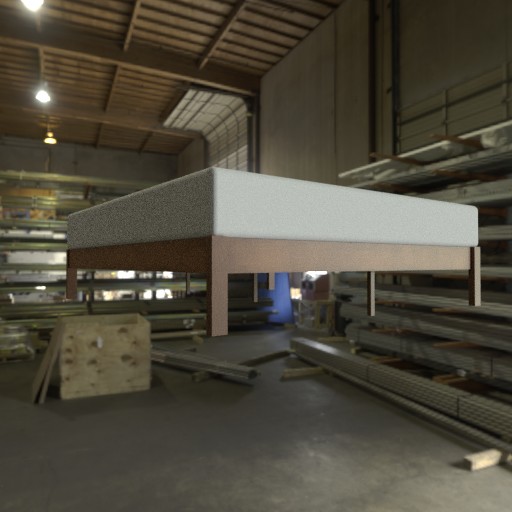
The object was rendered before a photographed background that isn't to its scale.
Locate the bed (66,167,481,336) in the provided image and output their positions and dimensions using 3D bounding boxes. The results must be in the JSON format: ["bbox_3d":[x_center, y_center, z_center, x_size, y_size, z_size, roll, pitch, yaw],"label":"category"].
[{"bbox_3d":[0.000,0.000,2.981,1.930,0.616,2.049,1,-1,-37],"label":"bed"}]
